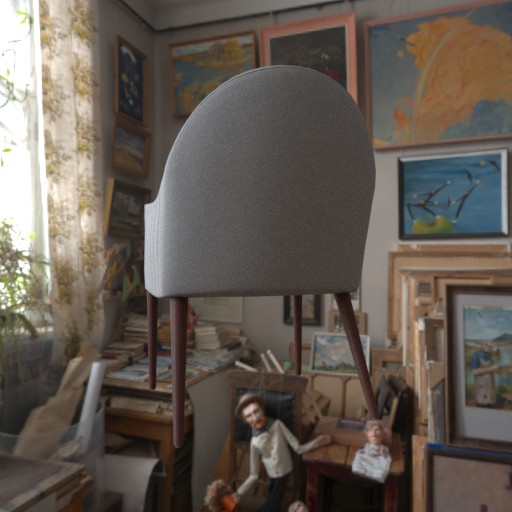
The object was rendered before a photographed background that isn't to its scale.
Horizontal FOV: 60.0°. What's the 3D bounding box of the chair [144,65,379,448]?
[{"bbox_3d":[0.000,0.000,1.322,0.610,0.889,0.620,0,-1,-20],"label":"chair"}]
